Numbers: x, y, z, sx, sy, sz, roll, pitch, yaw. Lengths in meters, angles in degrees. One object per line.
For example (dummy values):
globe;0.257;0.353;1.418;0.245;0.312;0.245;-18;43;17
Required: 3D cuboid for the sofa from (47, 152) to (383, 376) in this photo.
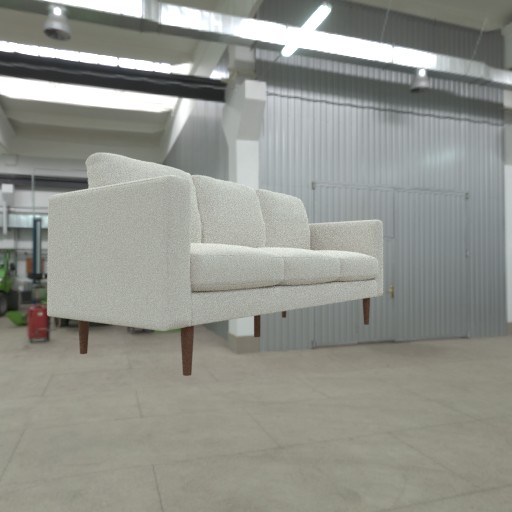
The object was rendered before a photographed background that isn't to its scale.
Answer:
sofa;0.000;0.000;2.517;0.802;0.912;2.029;-1;-1;36
